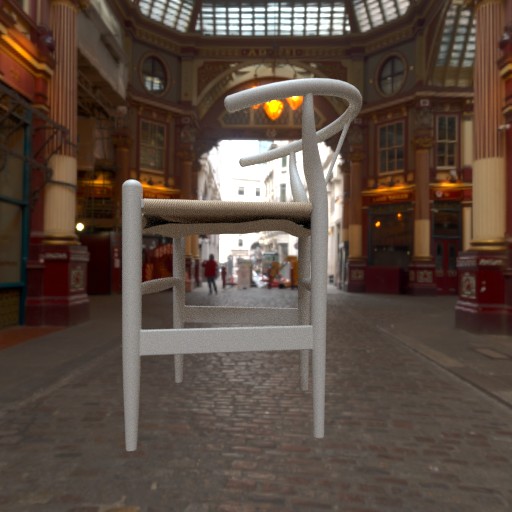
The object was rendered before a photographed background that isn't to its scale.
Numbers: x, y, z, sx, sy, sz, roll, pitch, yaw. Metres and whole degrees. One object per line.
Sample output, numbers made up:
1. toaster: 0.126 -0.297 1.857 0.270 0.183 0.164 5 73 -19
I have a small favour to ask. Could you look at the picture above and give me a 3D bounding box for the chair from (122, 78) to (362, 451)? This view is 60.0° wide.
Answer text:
1. chair: 0.000 0.000 1.073 0.500 0.736 0.533 0 -1 1
